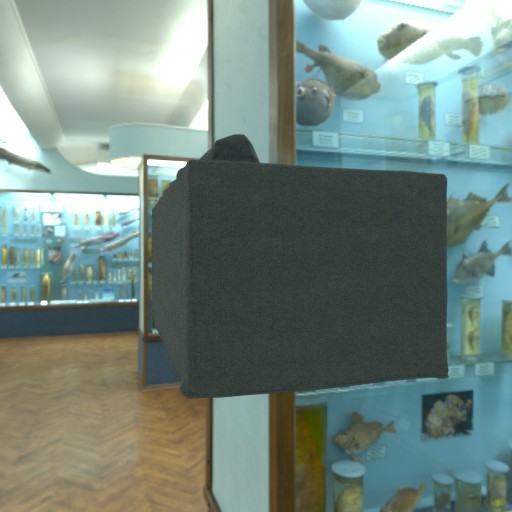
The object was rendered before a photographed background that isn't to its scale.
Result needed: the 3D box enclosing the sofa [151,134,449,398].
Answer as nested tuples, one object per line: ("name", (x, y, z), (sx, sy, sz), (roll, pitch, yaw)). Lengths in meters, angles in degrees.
("sofa", (0.000, 0.000, 2.300), (0.974, 0.854, 1.802), (0, 1, -17))
